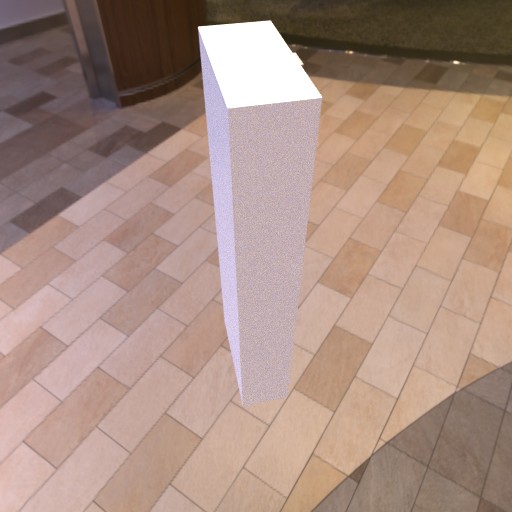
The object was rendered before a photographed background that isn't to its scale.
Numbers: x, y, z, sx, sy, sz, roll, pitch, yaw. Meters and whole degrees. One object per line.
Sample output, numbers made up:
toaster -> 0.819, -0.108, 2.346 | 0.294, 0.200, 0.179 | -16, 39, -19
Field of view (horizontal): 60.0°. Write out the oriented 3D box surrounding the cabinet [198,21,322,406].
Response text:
cabinet -> 0.000, 0.000, 1.836 | 0.255, 1.630, 0.520 | -9, 48, -9
